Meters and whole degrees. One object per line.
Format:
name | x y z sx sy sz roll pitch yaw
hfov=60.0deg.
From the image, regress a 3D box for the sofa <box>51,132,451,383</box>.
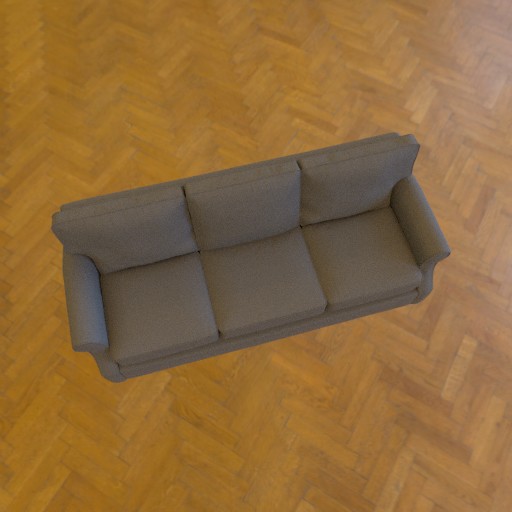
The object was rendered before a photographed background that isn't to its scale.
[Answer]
sofa | 0.000 0.000 2.863 2.353 0.948 0.966 -14 65 -6
